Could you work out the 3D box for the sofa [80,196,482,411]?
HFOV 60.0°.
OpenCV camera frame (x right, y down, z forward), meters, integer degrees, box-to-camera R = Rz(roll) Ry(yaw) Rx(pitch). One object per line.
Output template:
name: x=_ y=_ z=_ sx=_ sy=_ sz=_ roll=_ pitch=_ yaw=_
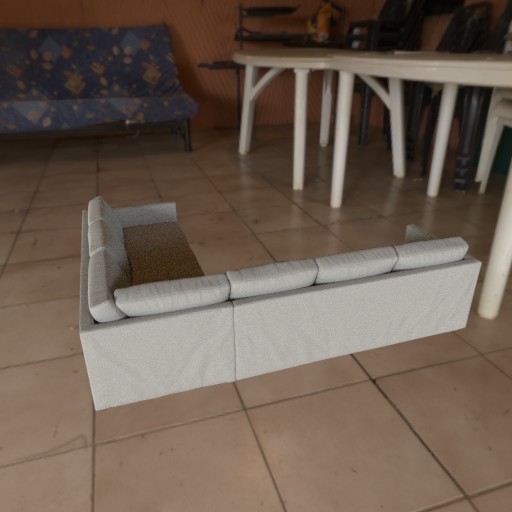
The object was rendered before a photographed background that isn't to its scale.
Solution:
sofa: x=0.000 y=0.000 z=4.372 sx=3.182 sy=0.871 sz=2.432 roll=-8 pitch=27 yaw=-17
